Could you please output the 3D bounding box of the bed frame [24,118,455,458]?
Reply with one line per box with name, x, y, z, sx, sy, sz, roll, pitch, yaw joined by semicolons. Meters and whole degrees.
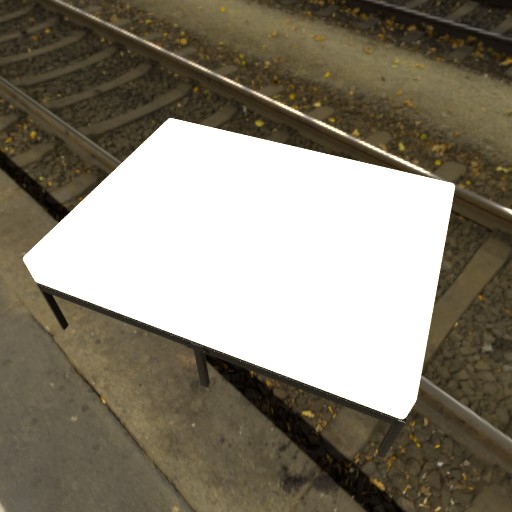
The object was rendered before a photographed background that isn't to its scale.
bed frame;0.000;0.000;2.774;2.072;0.659;1.557;17;50;15
